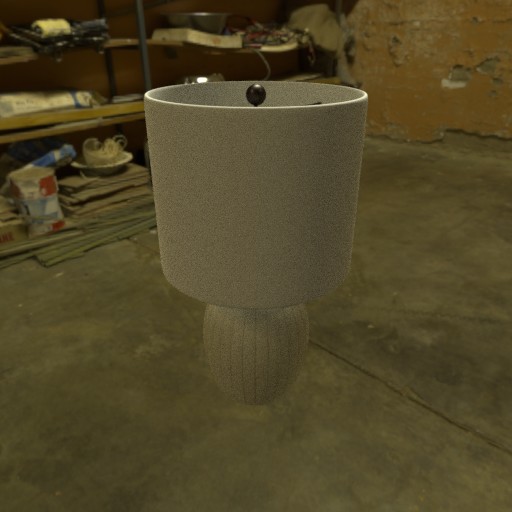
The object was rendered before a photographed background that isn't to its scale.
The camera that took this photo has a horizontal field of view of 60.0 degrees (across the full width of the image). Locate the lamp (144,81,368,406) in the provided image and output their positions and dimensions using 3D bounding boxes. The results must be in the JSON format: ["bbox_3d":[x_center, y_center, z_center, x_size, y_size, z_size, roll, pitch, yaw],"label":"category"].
[{"bbox_3d":[0.000,0.000,0.785,0.329,0.570,0.329,0,27,1],"label":"lamp"}]
